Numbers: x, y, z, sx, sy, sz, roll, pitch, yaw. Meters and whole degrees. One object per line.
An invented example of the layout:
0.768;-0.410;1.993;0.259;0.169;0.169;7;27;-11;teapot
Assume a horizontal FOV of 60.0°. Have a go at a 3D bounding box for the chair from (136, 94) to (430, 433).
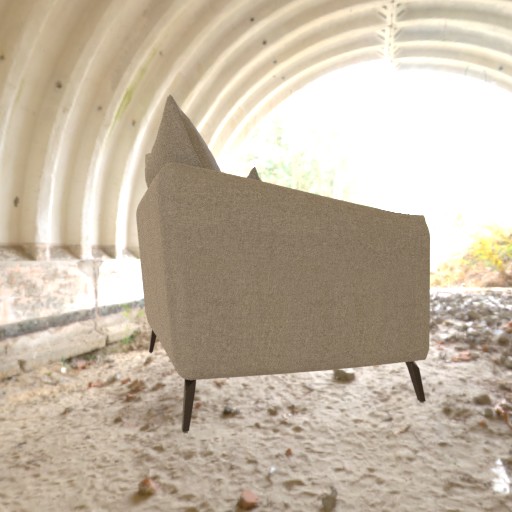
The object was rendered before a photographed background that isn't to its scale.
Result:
0.000;0.000;1.625;0.801;0.856;1.029;0;0;-18;chair
